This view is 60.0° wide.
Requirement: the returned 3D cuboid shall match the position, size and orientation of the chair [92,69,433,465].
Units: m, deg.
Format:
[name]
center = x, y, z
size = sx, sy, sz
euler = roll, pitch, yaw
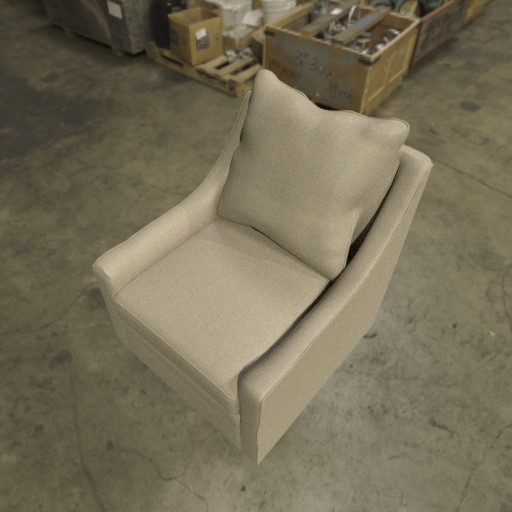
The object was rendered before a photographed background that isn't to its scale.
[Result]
[chair]
center = 0.000, 0.000, 1.573
size = 0.760, 0.942, 0.876
euler = 32, 55, 27
